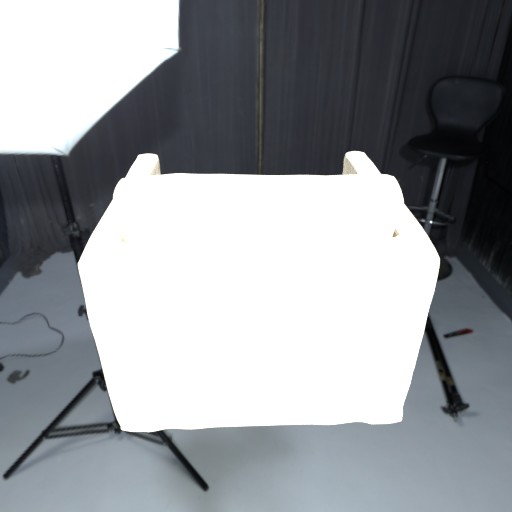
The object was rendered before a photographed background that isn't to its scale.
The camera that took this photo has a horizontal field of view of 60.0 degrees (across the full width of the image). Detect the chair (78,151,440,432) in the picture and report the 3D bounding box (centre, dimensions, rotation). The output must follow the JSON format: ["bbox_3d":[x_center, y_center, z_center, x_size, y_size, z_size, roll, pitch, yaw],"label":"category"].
[{"bbox_3d":[0.000,0.000,1.754,1.057,0.867,0.949,-1,31,-2],"label":"chair"}]
